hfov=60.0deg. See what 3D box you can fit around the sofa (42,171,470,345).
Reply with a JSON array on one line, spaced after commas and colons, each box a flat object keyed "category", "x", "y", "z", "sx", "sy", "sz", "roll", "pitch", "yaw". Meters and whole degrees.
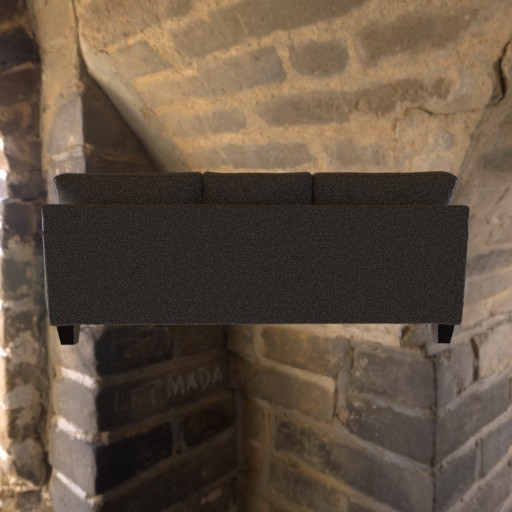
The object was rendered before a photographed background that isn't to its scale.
[{"category": "sofa", "x": 0.000, "y": 0.000, "z": 2.858, "sx": 2.323, "sy": 0.997, "sz": 1.016, "roll": 0, "pitch": 0, "yaw": -1}]
